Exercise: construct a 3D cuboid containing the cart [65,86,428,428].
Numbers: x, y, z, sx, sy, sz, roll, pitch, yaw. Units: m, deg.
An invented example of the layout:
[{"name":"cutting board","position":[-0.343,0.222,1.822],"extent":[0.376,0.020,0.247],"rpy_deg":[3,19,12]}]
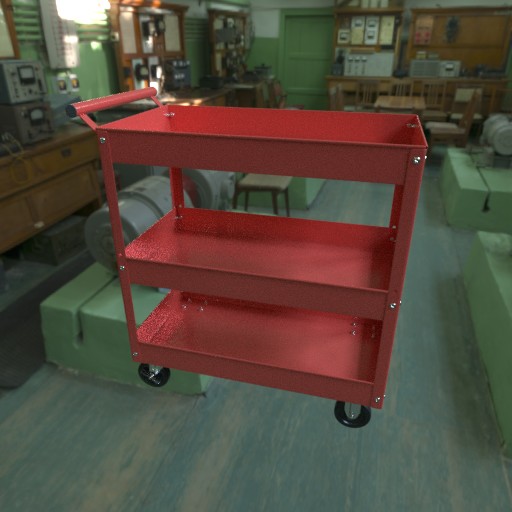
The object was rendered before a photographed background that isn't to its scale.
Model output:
[{"name":"cart","position":[0.000,0.000,1.159],"extent":[0.719,0.780,0.366],"rpy_deg":[7,27,14]}]
